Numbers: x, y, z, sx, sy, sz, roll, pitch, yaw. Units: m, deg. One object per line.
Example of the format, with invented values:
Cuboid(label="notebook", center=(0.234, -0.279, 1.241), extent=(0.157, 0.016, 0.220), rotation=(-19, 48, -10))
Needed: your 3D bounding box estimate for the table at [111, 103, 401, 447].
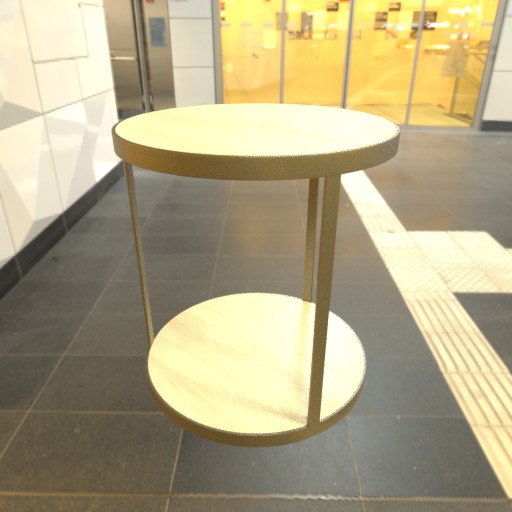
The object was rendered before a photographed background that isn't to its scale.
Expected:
Cuboid(label="table", center=(0.000, 0.000, 0.817), extent=(0.445, 0.479, 0.445), rotation=(0, 27, 0))
